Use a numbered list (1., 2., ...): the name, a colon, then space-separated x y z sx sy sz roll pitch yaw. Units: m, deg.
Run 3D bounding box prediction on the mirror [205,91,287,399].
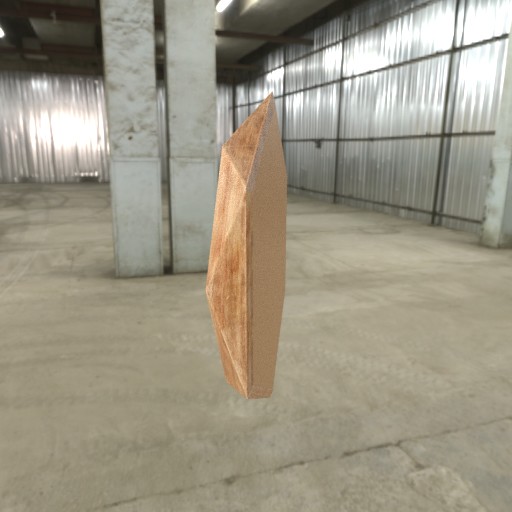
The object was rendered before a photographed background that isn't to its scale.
1. mirror: 0.000 0.000 1.110 0.091 0.779 0.675 2 13 9
